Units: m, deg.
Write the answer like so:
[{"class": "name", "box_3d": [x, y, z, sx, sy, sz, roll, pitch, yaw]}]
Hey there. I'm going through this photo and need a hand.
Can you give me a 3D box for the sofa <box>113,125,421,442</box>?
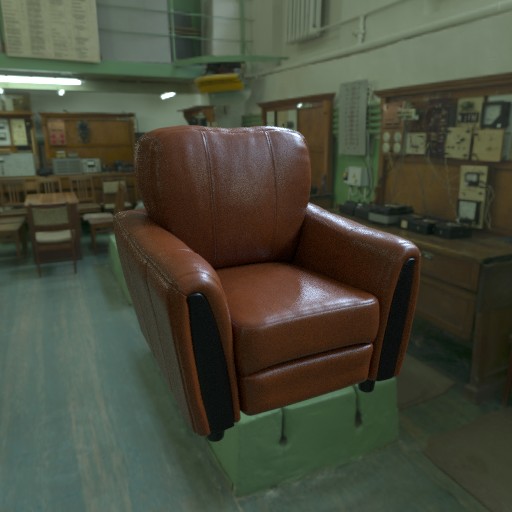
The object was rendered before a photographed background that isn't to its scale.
[{"class": "sofa", "box_3d": [0.000, 0.000, 1.538, 0.836, 0.876, 0.789, -8, 17, -26]}]
